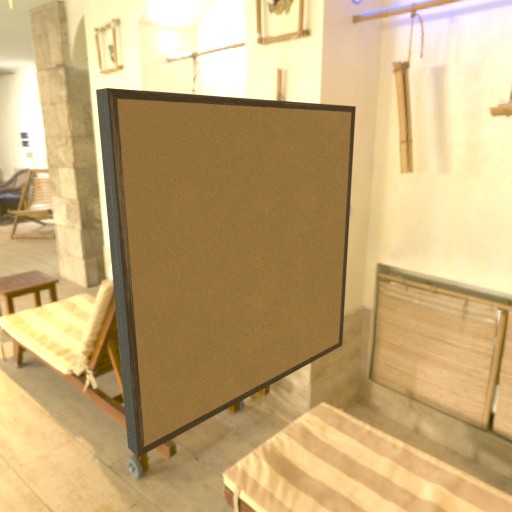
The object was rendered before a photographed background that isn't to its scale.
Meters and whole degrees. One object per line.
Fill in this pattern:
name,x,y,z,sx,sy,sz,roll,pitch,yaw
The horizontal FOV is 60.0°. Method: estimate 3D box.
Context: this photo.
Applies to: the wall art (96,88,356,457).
wall art,0.000,0.000,1.139,0.762,0.758,0.043,-14,21,-42
